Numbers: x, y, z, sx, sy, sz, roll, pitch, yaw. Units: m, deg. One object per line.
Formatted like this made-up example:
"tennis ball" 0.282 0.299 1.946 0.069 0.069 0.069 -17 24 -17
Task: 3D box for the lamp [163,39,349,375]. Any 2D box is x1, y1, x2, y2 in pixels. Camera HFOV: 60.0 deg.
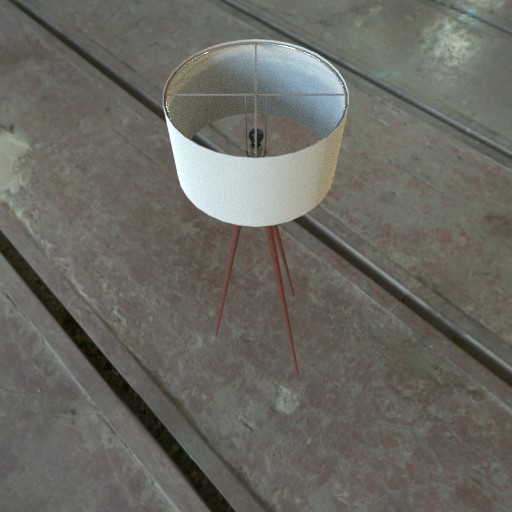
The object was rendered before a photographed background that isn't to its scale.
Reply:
"lamp" 0.000 0.000 1.800 0.483 1.553 0.483 0 57 0
